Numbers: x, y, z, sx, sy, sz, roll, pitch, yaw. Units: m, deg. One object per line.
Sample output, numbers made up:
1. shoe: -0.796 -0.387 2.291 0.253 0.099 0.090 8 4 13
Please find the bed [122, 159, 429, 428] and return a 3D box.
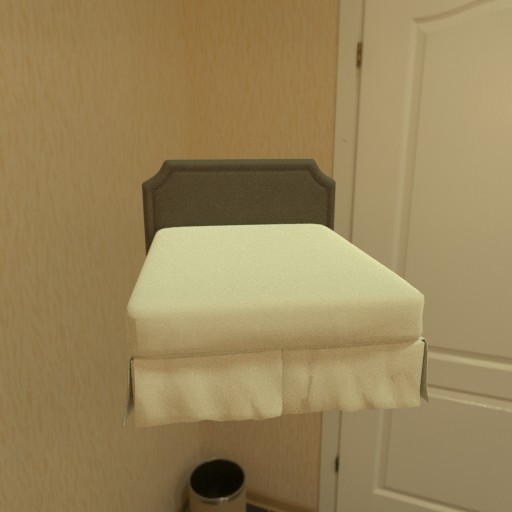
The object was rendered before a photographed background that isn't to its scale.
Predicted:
1. bed: 0.000 0.000 3.268 1.831 1.297 2.181 -2 15 -7
